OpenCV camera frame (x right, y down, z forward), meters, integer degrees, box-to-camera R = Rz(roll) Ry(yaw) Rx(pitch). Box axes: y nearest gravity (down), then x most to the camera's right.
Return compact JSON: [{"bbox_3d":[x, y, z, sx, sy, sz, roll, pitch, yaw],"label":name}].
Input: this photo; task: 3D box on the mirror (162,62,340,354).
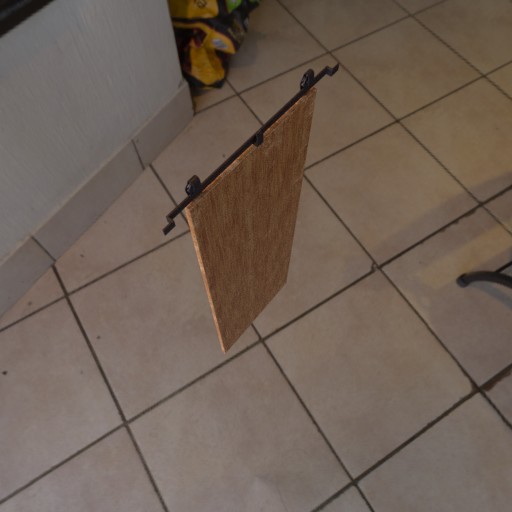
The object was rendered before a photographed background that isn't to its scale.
[{"bbox_3d":[0.000,0.000,2.120,0.042,1.793,0.847,36,69,16],"label":"mirror"}]
